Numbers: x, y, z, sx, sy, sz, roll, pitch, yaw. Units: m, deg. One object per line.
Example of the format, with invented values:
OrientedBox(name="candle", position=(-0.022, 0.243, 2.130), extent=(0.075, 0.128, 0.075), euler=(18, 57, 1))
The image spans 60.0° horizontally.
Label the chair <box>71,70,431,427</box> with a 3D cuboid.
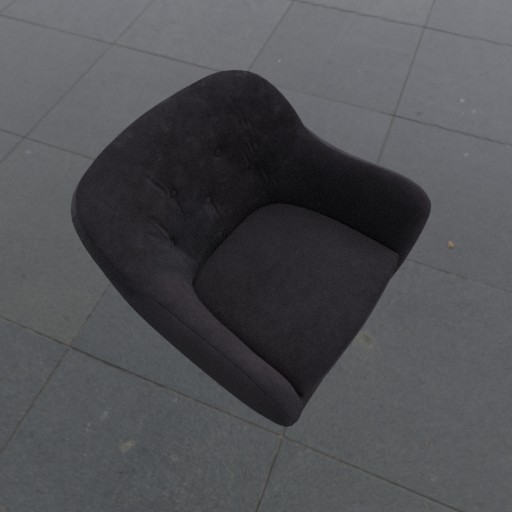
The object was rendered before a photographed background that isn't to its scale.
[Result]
OrientedBox(name="chair", position=(0.000, 0.000, 1.474), extent=(0.819, 0.807, 0.840), euler=(32, 63, 19))
